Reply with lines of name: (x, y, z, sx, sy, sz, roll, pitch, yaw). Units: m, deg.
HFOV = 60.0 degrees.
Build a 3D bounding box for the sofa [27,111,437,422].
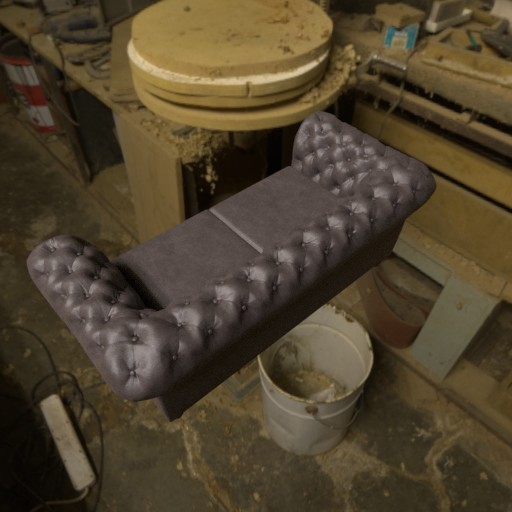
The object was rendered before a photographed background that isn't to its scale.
sofa: (0.000, 0.000, 2.472, 2.048, 0.779, 0.944, -32, 55, -27)
